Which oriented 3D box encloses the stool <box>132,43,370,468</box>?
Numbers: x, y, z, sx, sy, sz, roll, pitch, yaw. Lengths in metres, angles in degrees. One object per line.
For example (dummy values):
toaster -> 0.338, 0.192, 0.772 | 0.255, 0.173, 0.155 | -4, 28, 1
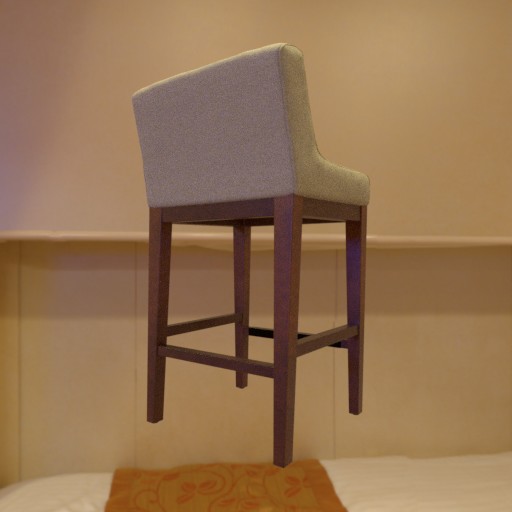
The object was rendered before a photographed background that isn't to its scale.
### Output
stool -> 0.000, 0.000, 1.266 | 0.511, 0.937, 0.500 | 0, 0, 36
